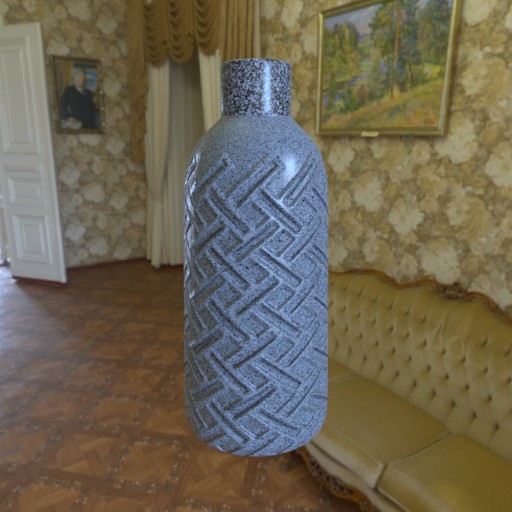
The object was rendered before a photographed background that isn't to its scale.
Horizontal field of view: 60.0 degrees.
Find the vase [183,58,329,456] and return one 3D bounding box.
[{"bbox_3d":[0.000,0.000,0.352,0.122,0.282,0.122,0,14,0],"label":"vase"}]
